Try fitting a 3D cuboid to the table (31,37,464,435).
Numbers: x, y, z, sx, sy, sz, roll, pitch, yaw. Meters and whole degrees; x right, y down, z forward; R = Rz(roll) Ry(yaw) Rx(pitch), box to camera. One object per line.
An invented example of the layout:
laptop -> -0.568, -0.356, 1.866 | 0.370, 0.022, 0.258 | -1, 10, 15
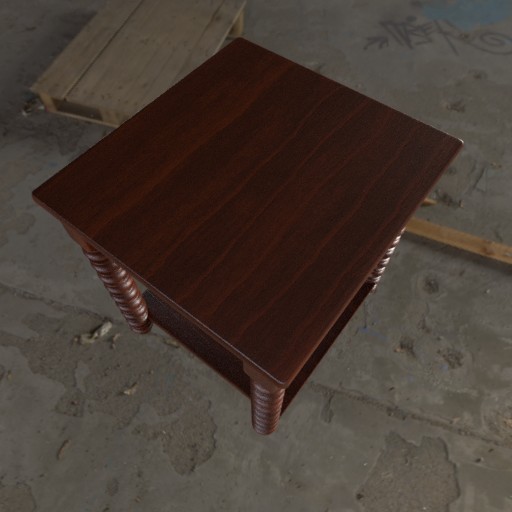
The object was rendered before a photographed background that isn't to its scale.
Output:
table -> 0.000, 0.000, 0.971 | 0.500, 0.567, 0.533 | 33, 64, 19
